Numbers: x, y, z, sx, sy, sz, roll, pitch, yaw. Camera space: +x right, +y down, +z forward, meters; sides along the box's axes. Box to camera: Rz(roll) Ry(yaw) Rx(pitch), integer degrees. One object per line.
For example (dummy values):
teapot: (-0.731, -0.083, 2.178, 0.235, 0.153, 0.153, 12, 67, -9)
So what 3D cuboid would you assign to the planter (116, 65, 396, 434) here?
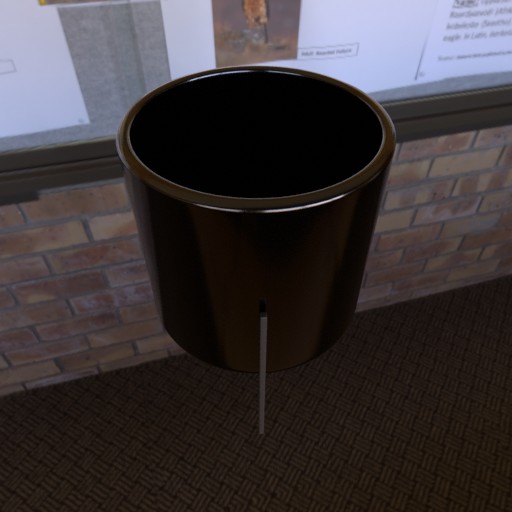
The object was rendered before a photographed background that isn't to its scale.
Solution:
planter: (0.000, 0.000, 0.638, 0.310, 0.432, 0.310, 33, 54, 28)
